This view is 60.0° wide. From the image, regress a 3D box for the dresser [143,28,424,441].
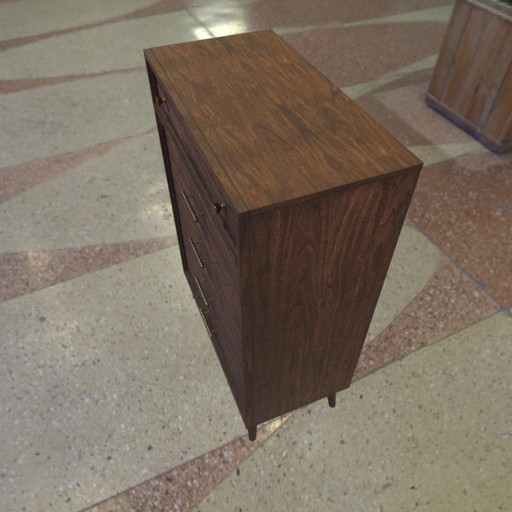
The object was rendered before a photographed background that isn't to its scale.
[{"bbox_3d":[0.000,0.000,1.793,0.498,1.365,0.919,-17,49,-15],"label":"dresser"}]
